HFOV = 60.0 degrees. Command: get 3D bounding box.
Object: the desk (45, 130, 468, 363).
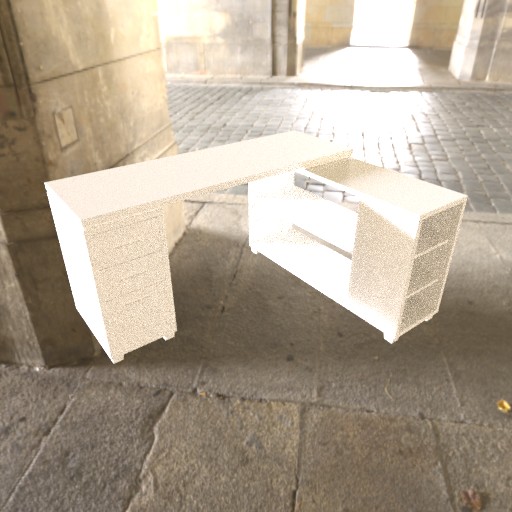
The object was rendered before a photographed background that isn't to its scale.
[{"bbox_3d":[0.000,0.000,2.208,1.524,0.759,1.199,-21,36,-31],"label":"desk"}]
